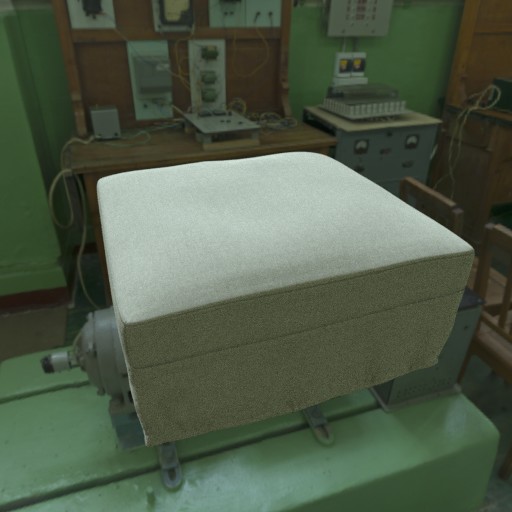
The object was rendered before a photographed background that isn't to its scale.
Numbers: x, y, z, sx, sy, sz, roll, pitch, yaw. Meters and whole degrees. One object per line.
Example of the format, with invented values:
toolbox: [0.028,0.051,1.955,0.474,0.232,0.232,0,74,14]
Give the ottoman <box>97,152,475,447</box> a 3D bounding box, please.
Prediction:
ottoman: [0.000,0.000,1.334,0.843,0.436,0.840,-10,32,-17]
